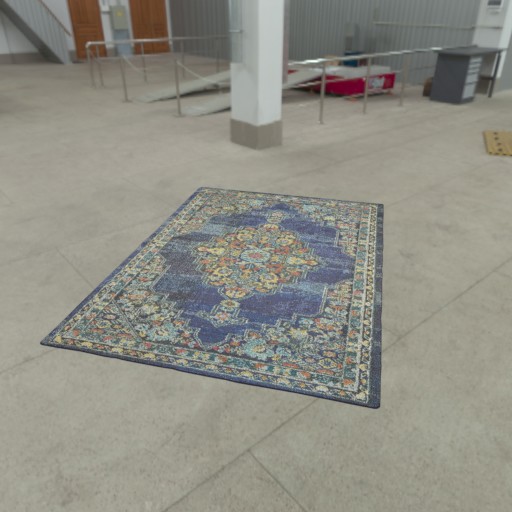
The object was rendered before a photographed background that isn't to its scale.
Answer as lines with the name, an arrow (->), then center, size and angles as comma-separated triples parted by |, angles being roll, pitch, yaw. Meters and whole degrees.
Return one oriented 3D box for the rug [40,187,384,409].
rug -> 0.000, 0.000, 2.930 | 1.630, 0.009, 2.232 | 7, 30, 13
